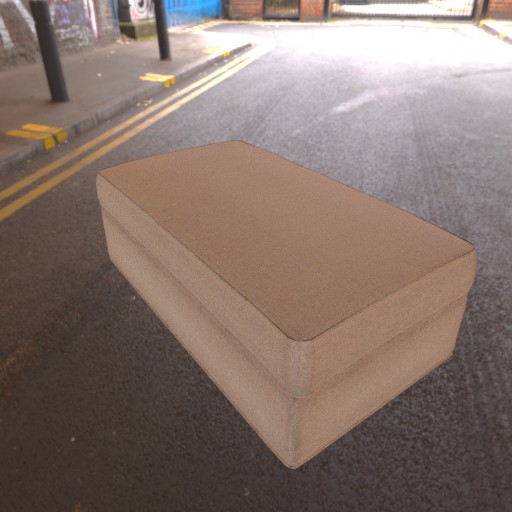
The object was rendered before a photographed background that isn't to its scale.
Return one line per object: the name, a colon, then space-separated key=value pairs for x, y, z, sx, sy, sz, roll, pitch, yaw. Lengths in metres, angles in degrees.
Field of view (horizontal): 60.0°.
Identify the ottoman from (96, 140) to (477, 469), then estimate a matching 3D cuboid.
ottoman: x=0.000 y=0.000 z=1.402 sx=0.617 sy=0.448 sz=1.097 roll=-21 pitch=38 yaw=-30
